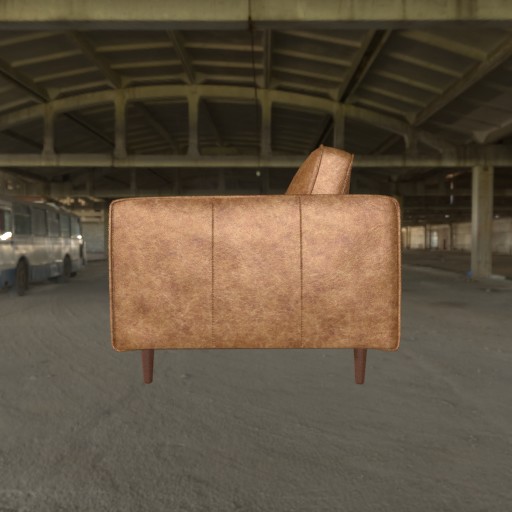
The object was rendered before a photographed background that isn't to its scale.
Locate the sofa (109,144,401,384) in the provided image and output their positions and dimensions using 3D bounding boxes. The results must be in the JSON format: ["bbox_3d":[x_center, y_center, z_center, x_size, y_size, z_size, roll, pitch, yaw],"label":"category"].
[{"bbox_3d":[0.000,0.000,2.310,0.924,0.825,1.920,0,2,1],"label":"sofa"}]
